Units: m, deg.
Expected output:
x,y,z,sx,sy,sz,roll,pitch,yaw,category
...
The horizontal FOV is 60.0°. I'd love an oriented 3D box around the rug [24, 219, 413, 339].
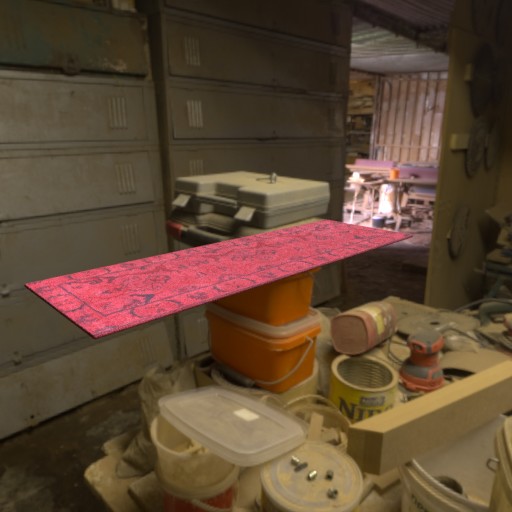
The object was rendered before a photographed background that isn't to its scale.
x,y,z,sx,sy,sz,roll,pitch,yaw,category
0.000,0.000,2.746,2.439,0.018,0.813,-14,21,-41,rug
